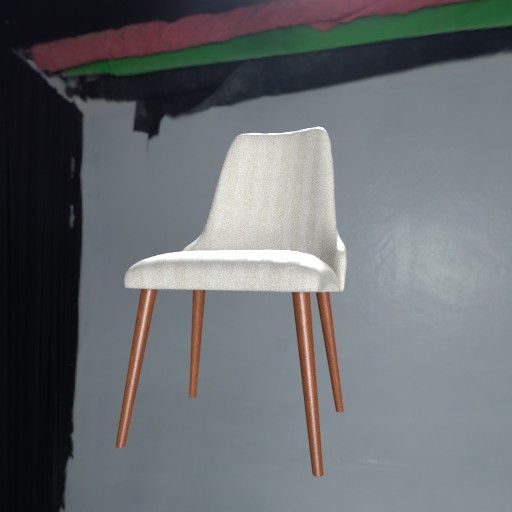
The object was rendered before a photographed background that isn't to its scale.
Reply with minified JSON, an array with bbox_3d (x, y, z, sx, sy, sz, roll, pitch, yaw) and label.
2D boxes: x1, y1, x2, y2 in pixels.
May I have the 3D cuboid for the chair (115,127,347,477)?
[{"bbox_3d":[0.000,0.000,1.313,0.526,0.917,0.684,0,-1,17],"label":"chair"}]
